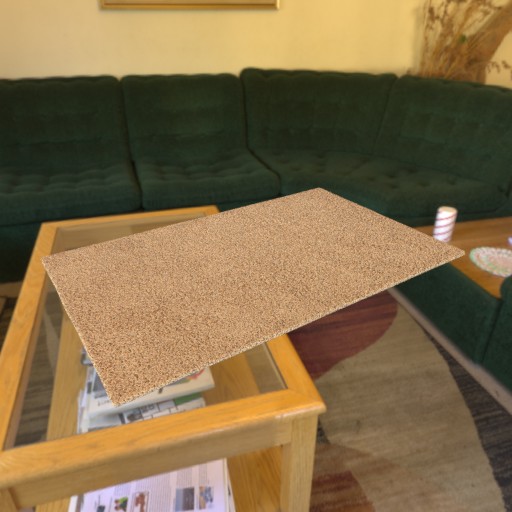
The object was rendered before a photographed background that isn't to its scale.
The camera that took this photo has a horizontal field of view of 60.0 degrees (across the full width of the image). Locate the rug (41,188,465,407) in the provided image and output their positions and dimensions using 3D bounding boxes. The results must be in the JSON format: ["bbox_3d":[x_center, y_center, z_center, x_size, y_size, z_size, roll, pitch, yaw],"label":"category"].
[{"bbox_3d":[0.000,0.000,2.991,2.438,0.030,1.524,-18,33,-29],"label":"rug"}]
